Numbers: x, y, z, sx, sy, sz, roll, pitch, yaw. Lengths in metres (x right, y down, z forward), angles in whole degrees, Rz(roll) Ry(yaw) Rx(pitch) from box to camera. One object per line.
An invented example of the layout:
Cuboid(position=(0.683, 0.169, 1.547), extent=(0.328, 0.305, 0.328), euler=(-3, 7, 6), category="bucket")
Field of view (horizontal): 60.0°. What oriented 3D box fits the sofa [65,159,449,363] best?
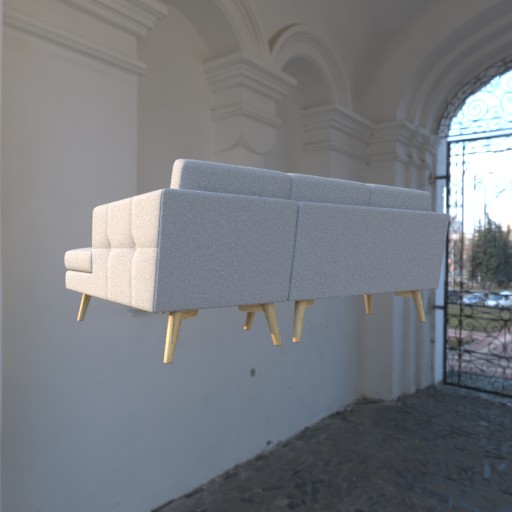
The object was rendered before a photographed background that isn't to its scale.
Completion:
Cuboid(position=(0.000, 0.000, 2.913), extent=(2.040, 0.860, 1.530), euler=(-1, 1, -36), category="sofa")
